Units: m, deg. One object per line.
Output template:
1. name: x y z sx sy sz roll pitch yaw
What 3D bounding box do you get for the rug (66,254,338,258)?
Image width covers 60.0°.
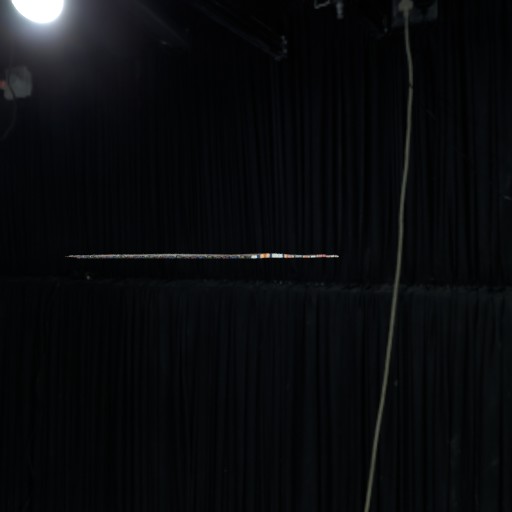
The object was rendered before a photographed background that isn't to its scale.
1. rug: 0.000 0.000 2.661 0.695 0.017 2.455 0 0 18
